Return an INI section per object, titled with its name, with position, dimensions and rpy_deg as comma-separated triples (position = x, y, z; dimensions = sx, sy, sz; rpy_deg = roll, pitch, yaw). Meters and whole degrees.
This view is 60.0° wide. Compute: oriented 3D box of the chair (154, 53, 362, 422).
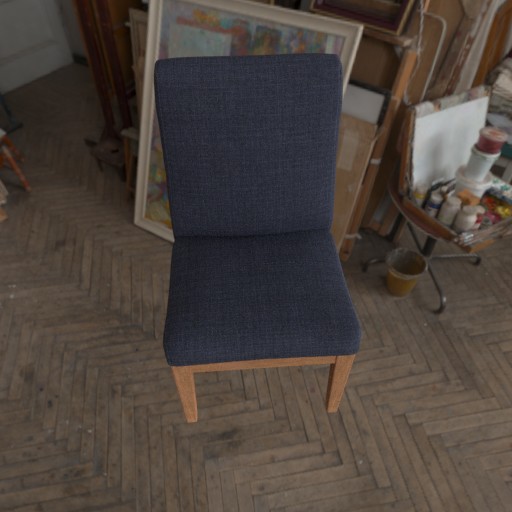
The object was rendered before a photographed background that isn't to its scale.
[chair]
position = 0.000, 0.000, 1.264
dimensions = 0.507, 0.911, 0.586
rpy_deg = -3, 47, -3
